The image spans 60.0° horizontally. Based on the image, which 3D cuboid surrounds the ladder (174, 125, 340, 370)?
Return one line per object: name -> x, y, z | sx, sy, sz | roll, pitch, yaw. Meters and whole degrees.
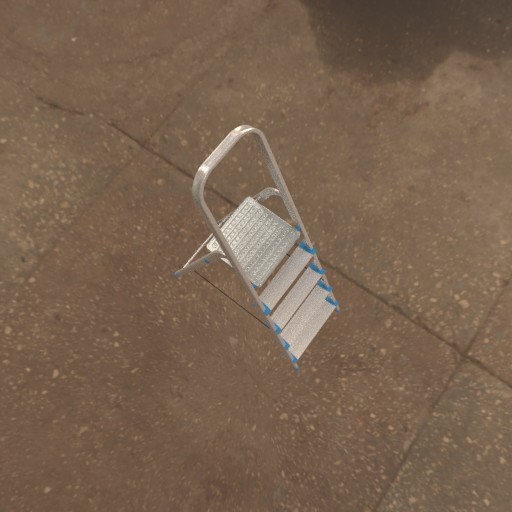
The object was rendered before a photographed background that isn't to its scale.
ladder -> 0.000, 0.000, 2.037 | 0.990, 1.648, 0.468 | 36, 77, 10
